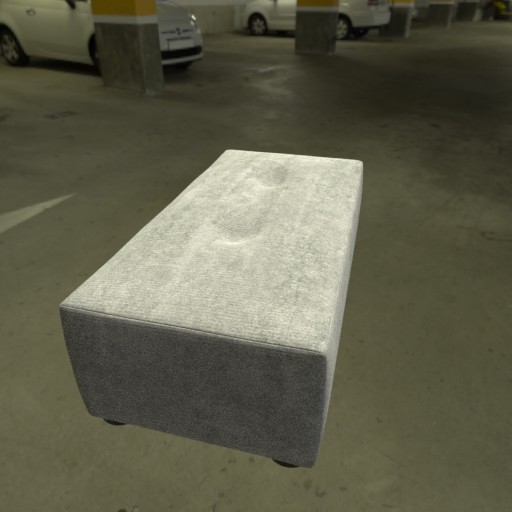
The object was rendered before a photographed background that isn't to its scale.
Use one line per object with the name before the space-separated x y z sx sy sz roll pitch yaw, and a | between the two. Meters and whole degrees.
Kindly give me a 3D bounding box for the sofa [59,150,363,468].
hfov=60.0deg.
sofa | 0.000 0.000 1.143 0.480 0.330 0.930 8 31 13
